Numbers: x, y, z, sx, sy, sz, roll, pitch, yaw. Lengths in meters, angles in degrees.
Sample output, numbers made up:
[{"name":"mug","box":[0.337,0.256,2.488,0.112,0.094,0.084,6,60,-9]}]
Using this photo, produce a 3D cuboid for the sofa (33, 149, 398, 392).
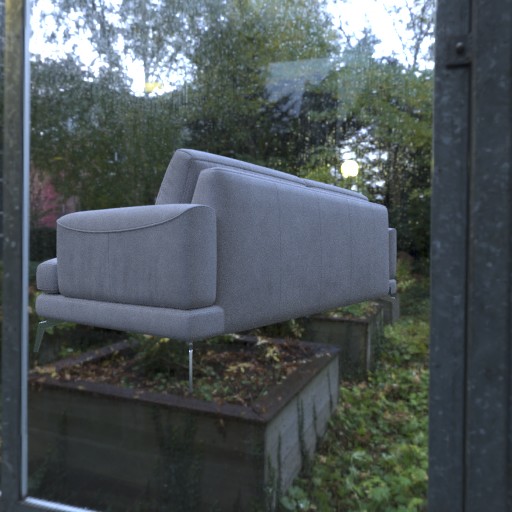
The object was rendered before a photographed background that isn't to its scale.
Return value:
[{"name":"sofa","box":[0.000,0.000,2.458,0.980,0.830,2.013,0,1,36]}]
